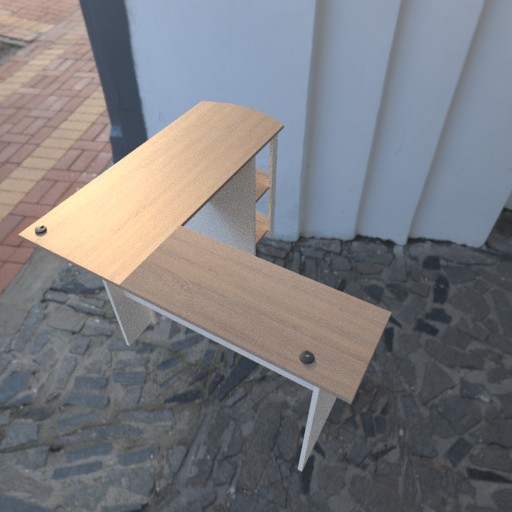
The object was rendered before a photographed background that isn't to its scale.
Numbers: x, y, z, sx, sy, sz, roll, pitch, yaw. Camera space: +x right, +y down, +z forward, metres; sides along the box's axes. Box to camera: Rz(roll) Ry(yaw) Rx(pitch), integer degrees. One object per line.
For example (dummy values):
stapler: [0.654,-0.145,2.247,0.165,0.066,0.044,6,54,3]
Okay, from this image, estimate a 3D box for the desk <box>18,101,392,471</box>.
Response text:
desk: [0.000,0.000,2.114,1.361,0.716,1.303,22,50,20]
